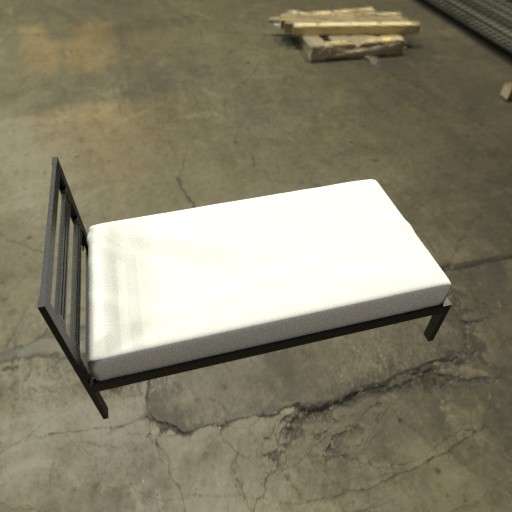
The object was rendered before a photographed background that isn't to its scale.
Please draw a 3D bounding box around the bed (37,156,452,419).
[{"bbox_3d":[0.000,0.000,2.461,1.930,0.967,0.991,-11,47,-10],"label":"bed"}]
